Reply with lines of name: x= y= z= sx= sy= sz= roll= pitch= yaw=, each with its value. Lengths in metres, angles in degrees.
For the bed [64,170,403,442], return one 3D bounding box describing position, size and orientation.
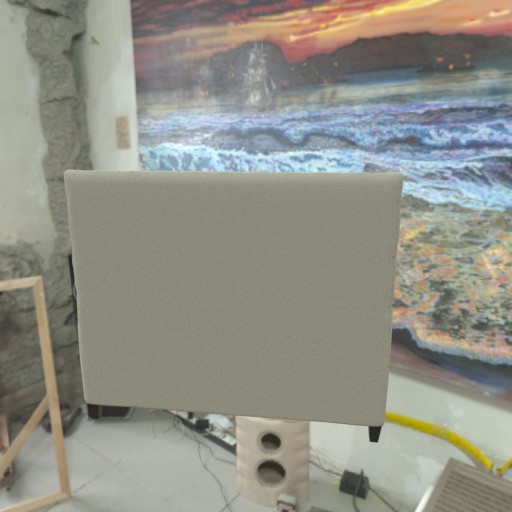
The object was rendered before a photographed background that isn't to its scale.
bed: x=0.000 y=0.000 z=3.428 sx=1.698 sy=1.427 sz=2.387 roll=2 pitch=14 yaw=7
